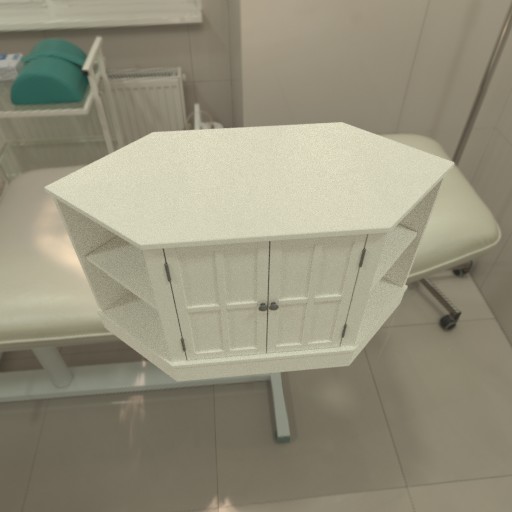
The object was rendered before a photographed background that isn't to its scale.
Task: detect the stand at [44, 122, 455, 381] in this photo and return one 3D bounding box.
[{"bbox_3d":[0.000,0.000,1.372,1.072,0.614,0.477,-4,46,-4],"label":"stand"}]
